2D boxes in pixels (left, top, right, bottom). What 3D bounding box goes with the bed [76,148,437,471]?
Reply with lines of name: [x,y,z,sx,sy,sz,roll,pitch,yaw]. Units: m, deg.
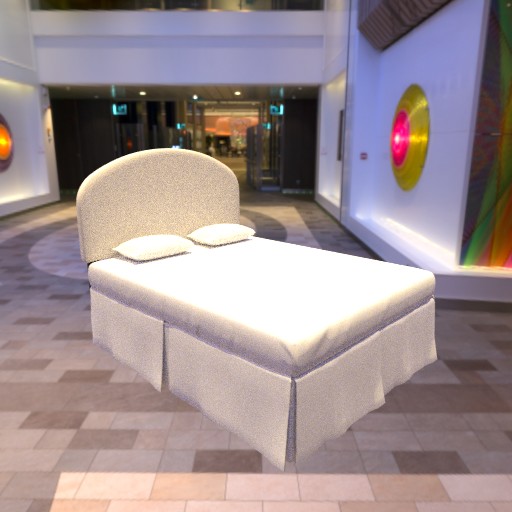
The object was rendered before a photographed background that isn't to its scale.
bed: [0.000,0.000,3.013,2.005,1.410,1.607,13,19,42]
